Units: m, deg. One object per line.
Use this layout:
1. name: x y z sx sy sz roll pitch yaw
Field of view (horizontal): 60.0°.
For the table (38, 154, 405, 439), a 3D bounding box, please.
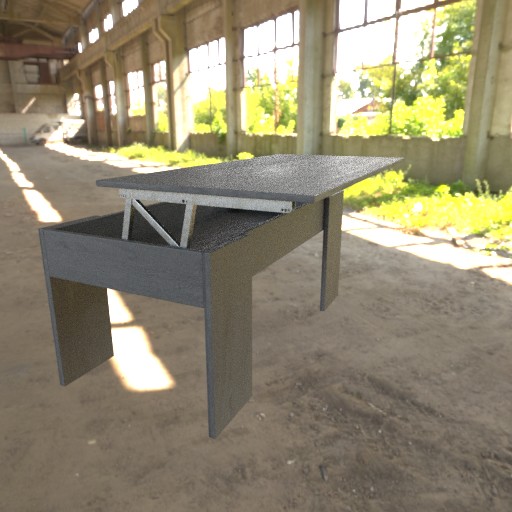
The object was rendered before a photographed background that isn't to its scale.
1. table: 0.000 0.000 1.409 0.711 0.570 1.000 8 18 25
